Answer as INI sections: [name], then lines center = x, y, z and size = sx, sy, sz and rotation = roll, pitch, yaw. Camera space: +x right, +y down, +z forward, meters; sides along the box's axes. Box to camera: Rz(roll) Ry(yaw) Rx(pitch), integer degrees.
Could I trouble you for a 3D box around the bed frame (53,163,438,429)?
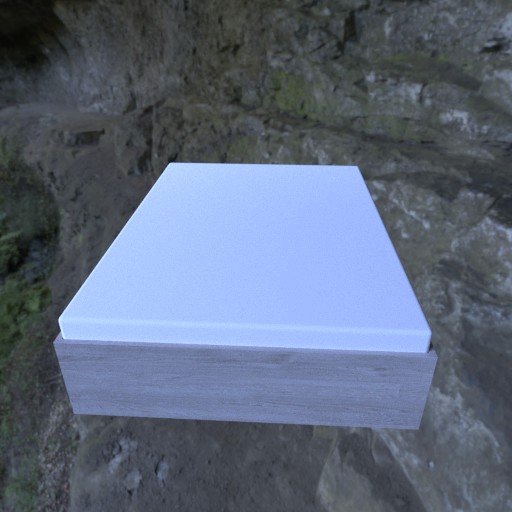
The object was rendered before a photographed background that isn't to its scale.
[bed frame]
center = 0.000, 0.000, 2.579
size = 1.448, 0.490, 1.944
rotation = 2, 30, 3
